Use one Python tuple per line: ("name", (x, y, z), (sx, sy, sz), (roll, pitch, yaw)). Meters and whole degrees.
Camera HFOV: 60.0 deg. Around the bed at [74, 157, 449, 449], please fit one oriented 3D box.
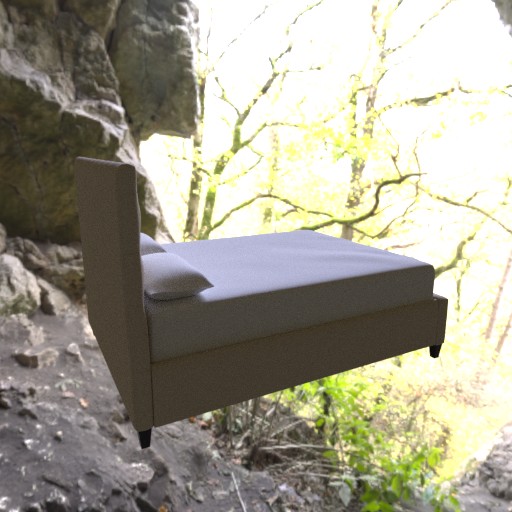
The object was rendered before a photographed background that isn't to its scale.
("bed", (0.000, 0.000, 3.281), (2.233, 1.426, 1.696), (-7, 15, -27))
